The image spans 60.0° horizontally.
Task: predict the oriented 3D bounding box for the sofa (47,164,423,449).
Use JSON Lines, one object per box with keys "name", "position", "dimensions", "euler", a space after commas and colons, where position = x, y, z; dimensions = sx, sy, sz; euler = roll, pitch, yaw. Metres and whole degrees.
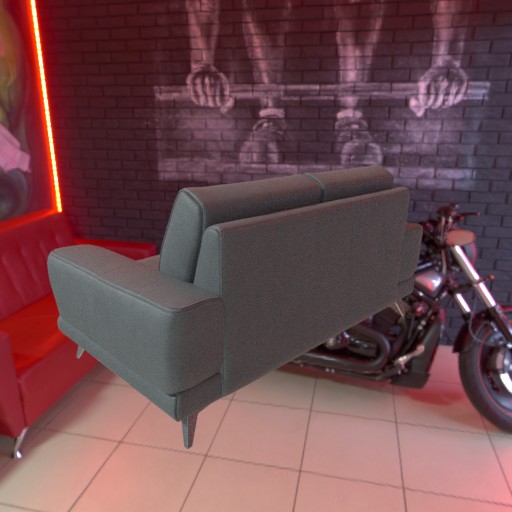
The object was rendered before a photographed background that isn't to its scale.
{"name": "sofa", "position": [0.000, 0.000, 2.335], "dimensions": [1.806, 0.907, 1.018], "euler": [-16, 23, -43]}
